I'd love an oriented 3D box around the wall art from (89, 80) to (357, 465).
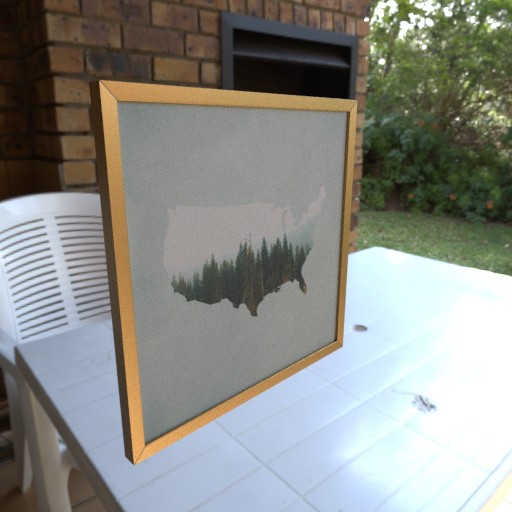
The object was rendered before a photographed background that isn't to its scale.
[{"bbox_3d":[0.000,0.000,1.103,0.762,0.762,0.038,-15,22,-42],"label":"wall art"}]
